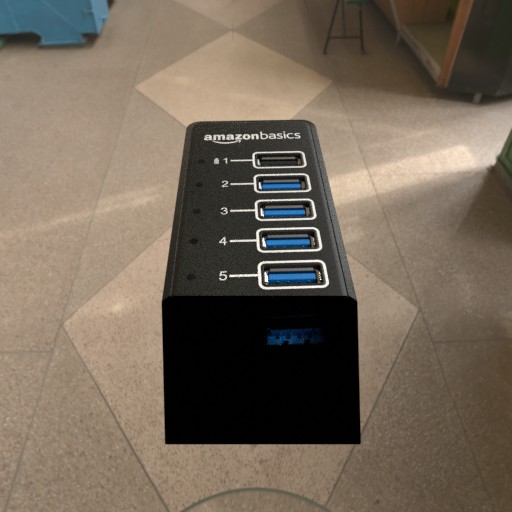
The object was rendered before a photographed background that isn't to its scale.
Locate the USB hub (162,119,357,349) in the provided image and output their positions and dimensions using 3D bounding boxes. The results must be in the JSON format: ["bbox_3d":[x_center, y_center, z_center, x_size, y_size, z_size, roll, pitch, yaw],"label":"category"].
[{"bbox_3d":[0.000,0.000,0.124,0.044,0.023,0.110,-1,47,-1],"label":"USB hub"}]
